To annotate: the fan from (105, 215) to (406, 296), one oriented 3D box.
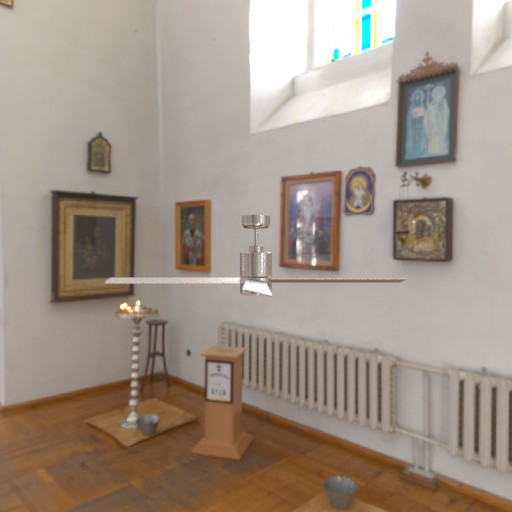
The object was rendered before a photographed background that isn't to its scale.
[{"bbox_3d":[0.000,0.000,1.969,1.322,0.355,1.322,0,0,0],"label":"fan"}]
